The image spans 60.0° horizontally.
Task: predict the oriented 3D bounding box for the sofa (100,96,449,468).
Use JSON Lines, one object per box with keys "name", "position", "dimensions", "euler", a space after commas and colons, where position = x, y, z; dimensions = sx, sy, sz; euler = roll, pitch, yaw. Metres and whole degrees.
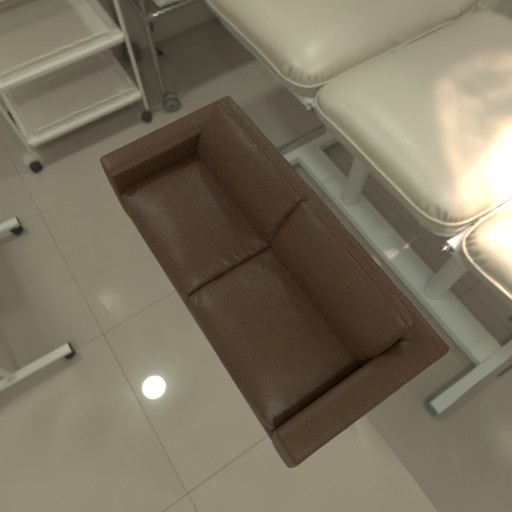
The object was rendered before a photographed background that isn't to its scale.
{"name": "sofa", "position": [0.000, 0.000, 2.826], "dimensions": [1.070, 0.801, 2.262], "euler": [-31, 68, -14]}
